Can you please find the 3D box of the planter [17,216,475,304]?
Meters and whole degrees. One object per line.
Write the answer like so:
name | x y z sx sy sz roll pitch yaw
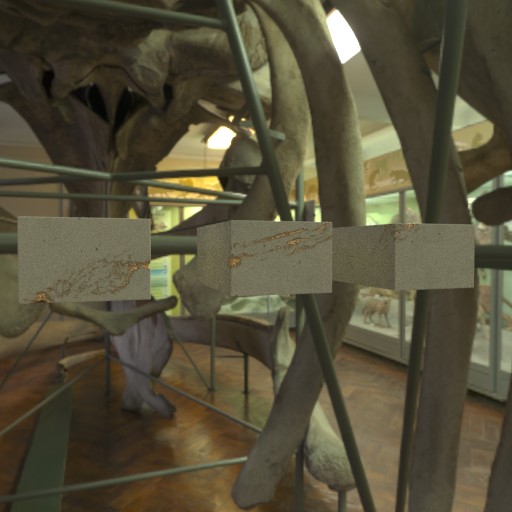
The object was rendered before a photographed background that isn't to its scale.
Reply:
planter | 0.000 0.000 0.370 0.333 0.051 0.127 0 1 -18
